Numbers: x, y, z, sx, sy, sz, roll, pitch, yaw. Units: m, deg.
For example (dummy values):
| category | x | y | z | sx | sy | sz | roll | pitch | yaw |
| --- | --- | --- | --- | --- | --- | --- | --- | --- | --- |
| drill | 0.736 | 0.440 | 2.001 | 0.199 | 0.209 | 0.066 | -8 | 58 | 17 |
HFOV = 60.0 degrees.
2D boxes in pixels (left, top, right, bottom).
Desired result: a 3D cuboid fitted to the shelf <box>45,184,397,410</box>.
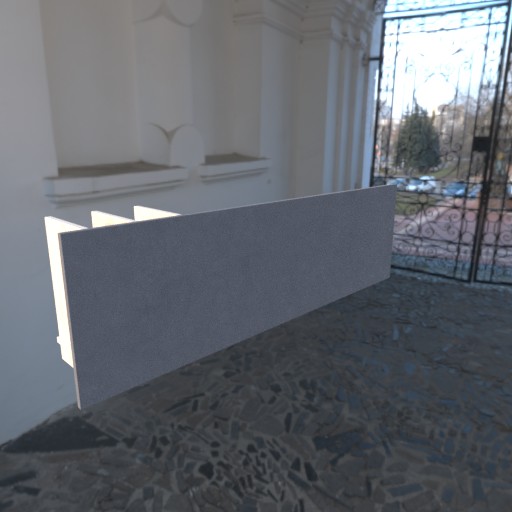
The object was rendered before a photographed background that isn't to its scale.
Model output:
| category | x | y | z | sx | sy | sz | roll | pitch | yaw |
| --- | --- | --- | --- | --- | --- | --- | --- | --- | --- |
| shelf | 0.000 | 0.000 | 1.114 | 1.020 | 0.300 | 0.200 | -15 | 21 | -43 |
